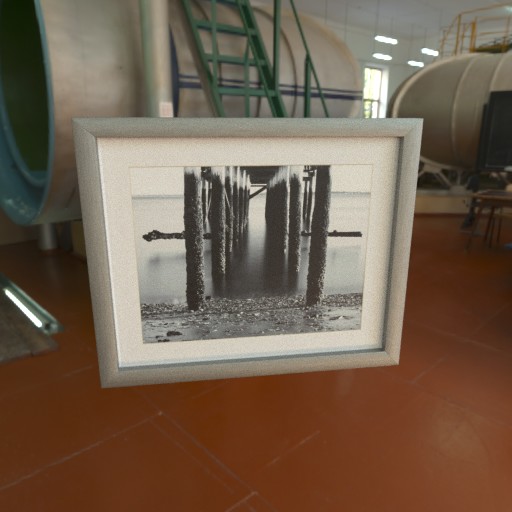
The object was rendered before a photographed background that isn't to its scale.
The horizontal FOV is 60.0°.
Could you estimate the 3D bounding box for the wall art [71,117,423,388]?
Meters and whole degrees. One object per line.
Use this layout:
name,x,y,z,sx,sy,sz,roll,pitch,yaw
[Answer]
wall art,0.000,0.000,0.768,0.556,0.457,0.028,-2,16,-8
